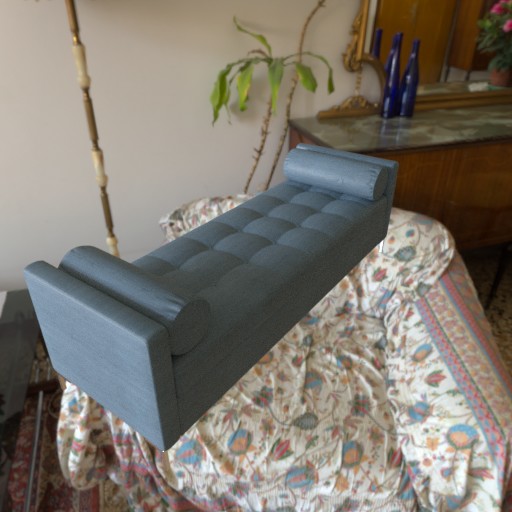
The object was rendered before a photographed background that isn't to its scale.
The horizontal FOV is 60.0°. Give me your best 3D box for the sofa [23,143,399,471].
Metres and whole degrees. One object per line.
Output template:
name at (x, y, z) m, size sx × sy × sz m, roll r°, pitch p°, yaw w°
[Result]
sofa at (0.000, 0.000, 2.283) m, size 0.686 × 0.635 × 1.981 m, roll 20°, pitch 36°, yaw 31°
